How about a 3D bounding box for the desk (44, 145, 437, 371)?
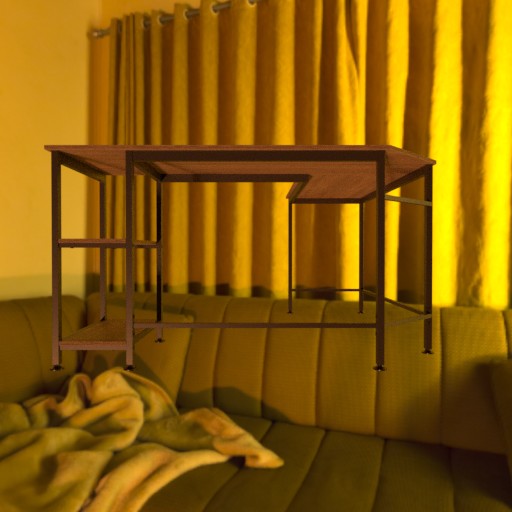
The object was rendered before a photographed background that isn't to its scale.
[{"bbox_3d":[0.000,0.000,2.136,1.379,0.739,1.379,0,1,0],"label":"desk"}]
